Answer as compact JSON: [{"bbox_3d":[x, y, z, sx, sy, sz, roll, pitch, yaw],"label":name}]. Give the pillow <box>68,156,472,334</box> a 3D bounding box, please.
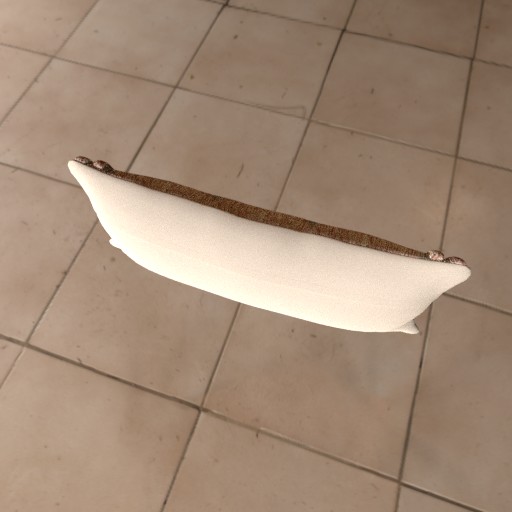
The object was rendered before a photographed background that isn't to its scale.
[{"bbox_3d":[0.000,0.000,0.755,0.635,0.282,0.139,16,64,8],"label":"pillow"}]
